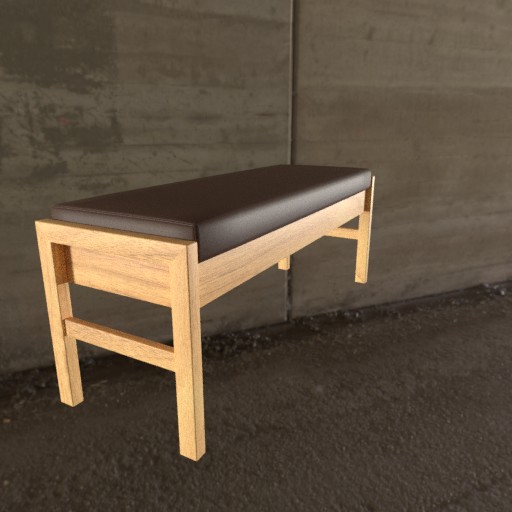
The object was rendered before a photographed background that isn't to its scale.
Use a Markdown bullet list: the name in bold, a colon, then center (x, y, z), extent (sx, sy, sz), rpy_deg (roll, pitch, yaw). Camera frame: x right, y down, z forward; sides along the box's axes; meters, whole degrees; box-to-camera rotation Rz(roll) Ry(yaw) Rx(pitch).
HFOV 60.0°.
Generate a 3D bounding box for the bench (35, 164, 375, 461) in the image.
- **bench**: center (0.000, 0.000, 1.406), extent (0.405, 0.480, 1.200), rpy_deg (9, 19, 28)
